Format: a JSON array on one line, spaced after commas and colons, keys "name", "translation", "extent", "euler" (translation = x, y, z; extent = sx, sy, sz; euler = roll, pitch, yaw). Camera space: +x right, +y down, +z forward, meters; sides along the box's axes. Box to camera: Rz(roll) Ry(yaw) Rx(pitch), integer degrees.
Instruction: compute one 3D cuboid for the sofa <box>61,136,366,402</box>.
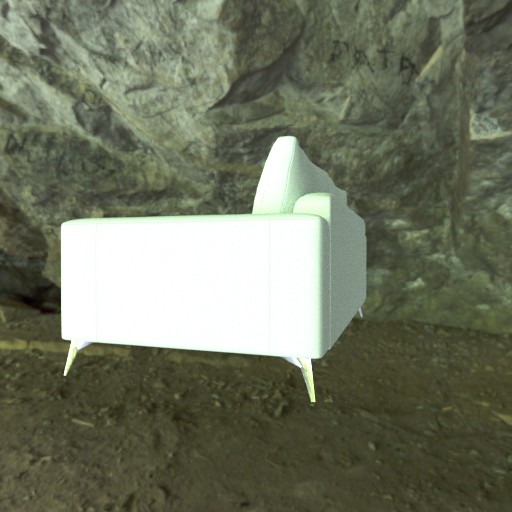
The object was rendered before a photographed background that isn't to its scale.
[{"name": "sofa", "translation": [0.000, 0.000, 2.130], "extent": [0.920, 0.790, 1.650], "euler": [0, 1, 18]}]
